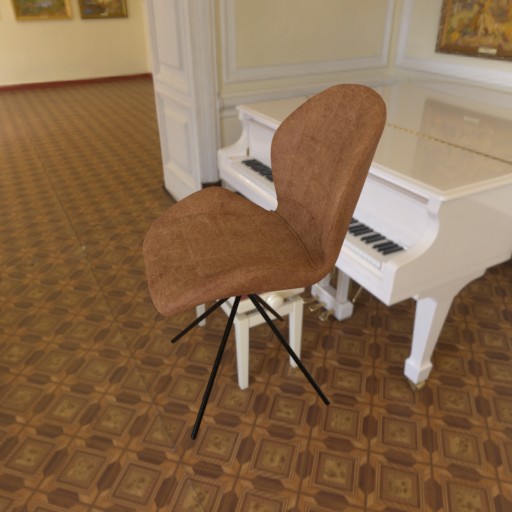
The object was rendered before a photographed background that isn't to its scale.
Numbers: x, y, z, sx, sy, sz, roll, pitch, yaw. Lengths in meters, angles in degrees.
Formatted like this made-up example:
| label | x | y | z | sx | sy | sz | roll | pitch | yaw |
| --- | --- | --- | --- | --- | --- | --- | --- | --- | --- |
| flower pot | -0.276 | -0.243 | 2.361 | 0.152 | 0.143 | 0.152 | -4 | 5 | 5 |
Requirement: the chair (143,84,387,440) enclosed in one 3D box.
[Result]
| label | x | y | z | sx | sy | sz | roll | pitch | yaw |
| --- | --- | --- | --- | --- | --- | --- | --- | --- | --- |
| chair | 0.000 | 0.000 | 1.316 | 0.640 | 0.929 | 0.527 | -9 | 33 | -14 |
